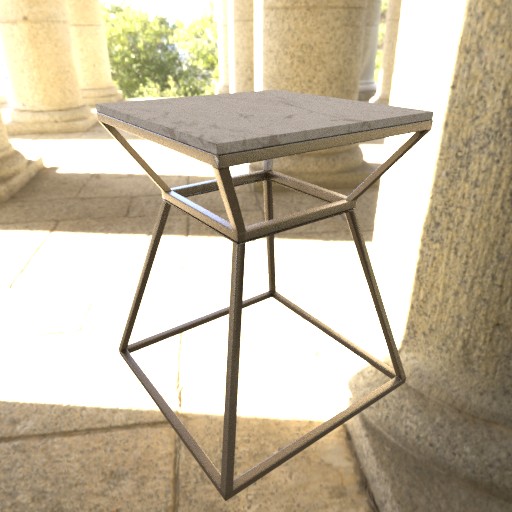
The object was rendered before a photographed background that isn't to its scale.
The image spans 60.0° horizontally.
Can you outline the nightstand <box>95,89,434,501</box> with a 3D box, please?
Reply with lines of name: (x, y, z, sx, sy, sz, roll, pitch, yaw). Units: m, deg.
nightstand: (0.000, 0.000, 0.863, 0.455, 0.554, 0.455, -18, 32, -32)
